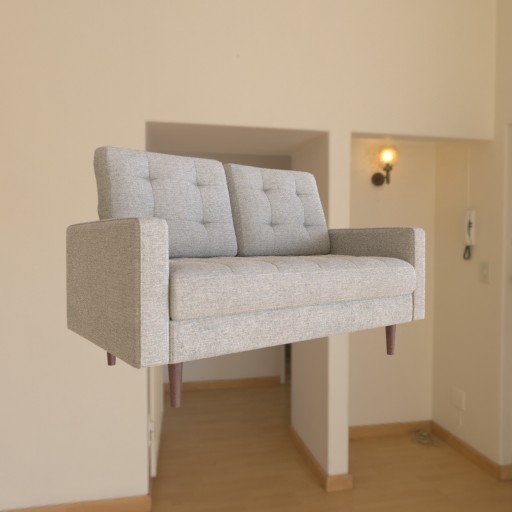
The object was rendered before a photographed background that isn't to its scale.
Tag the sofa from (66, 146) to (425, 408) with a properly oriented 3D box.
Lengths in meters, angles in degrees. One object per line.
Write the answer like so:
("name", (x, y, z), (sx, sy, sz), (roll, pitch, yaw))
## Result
("sofa", (0.000, 0.000, 1.951), (1.407, 0.907, 0.842), (-1, 2, -37))
